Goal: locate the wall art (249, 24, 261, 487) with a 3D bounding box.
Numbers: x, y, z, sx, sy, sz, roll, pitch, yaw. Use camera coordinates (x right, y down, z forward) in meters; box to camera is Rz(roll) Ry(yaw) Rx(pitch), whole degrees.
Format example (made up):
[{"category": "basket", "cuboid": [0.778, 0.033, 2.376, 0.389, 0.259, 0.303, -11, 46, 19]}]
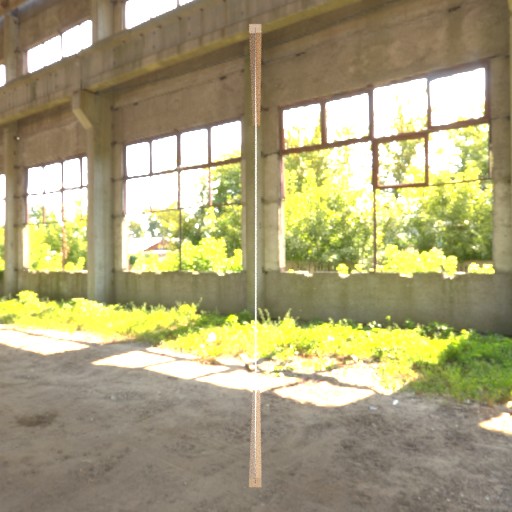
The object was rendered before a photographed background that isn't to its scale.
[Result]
[{"category": "wall art", "cuboid": [0.000, 0.000, 1.311, 0.027, 1.020, 0.669, 0, -1, 0]}]
